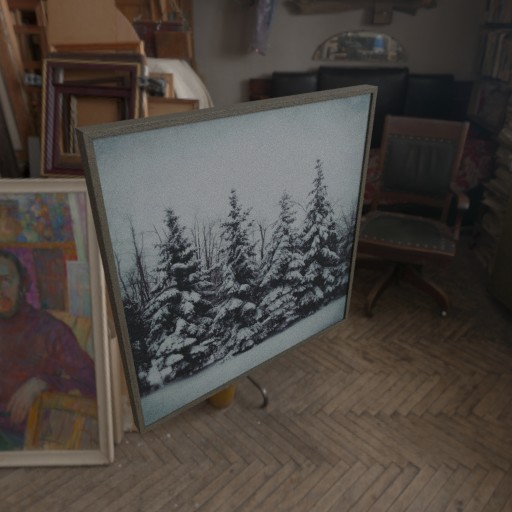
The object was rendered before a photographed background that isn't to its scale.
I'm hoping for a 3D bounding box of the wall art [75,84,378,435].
[{"bbox_3d":[0.000,0.000,1.141,0.758,0.758,0.039,-21,36,-32],"label":"wall art"}]
